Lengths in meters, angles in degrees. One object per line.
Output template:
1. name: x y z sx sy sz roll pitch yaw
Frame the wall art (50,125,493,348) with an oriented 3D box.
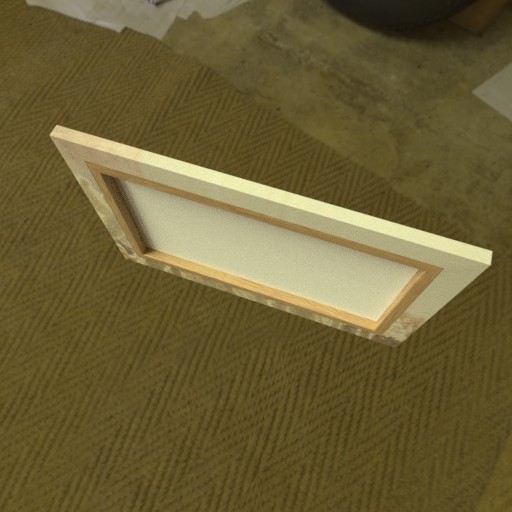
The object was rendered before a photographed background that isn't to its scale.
1. wall art: 0.000 0.000 1.435 1.142 0.758 0.041 17 65 8
